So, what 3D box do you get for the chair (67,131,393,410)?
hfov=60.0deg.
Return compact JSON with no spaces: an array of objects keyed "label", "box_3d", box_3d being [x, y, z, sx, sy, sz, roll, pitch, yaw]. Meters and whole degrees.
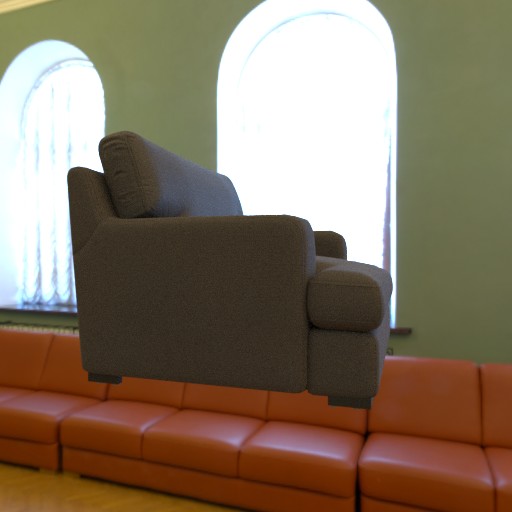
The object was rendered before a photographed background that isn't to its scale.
[{"label":"chair","box_3d":[0.000,0.000,1.974,1.143,0.940,1.168,0,0,19]}]
